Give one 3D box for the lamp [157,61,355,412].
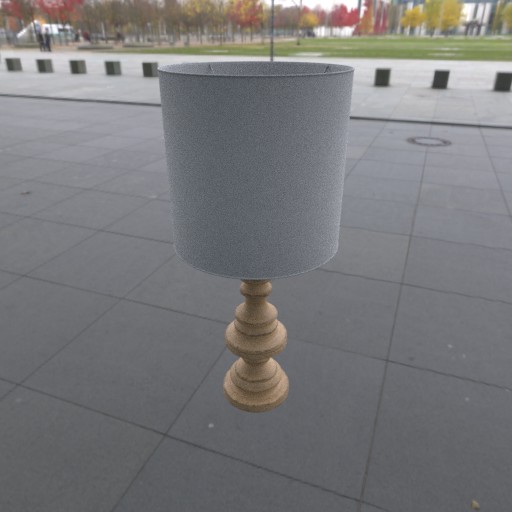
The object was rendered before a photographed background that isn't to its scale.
[{"bbox_3d":[0.000,0.000,0.579,0.208,0.455,0.208,18,32,32],"label":"lamp"}]
